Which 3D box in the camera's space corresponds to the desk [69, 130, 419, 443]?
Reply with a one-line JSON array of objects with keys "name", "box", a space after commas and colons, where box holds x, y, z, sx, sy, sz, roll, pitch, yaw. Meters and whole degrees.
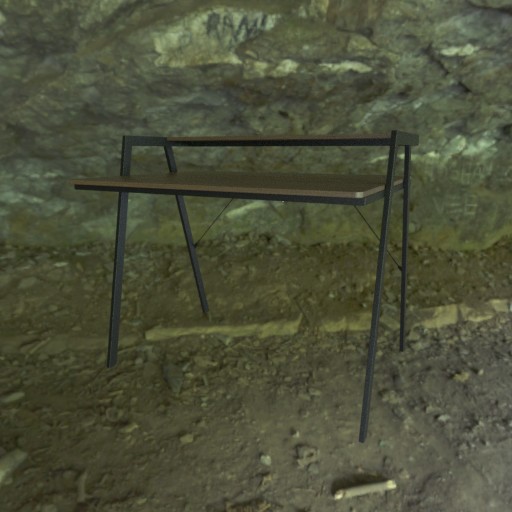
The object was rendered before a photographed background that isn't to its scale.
[{"name": "desk", "box": [0.000, 0.000, 1.886, 1.143, 0.998, 0.936, 7, 15, 26]}]
